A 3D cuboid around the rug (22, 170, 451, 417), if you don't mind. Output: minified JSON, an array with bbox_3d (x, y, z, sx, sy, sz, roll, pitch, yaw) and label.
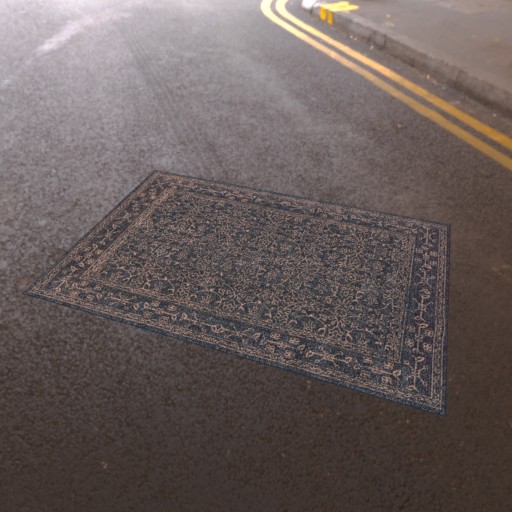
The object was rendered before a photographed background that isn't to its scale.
[{"bbox_3d":[0.000,0.000,2.203,1.819,0.005,1.200,13,42,15],"label":"rug"}]
